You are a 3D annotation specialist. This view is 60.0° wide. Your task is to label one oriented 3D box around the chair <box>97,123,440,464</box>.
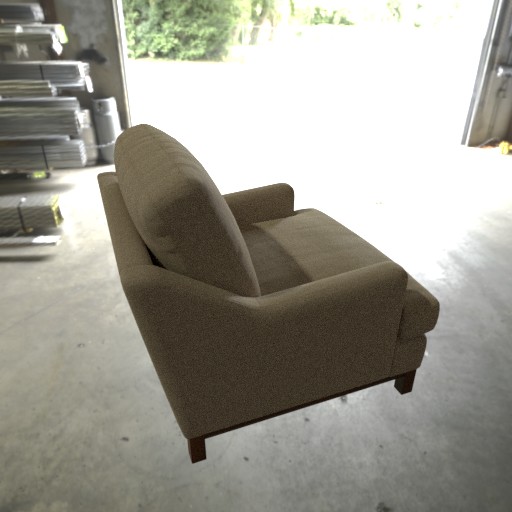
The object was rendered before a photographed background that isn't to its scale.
[{"bbox_3d":[0.000,0.000,1.651,1.001,0.916,0.912,-10,30,-19],"label":"chair"}]
